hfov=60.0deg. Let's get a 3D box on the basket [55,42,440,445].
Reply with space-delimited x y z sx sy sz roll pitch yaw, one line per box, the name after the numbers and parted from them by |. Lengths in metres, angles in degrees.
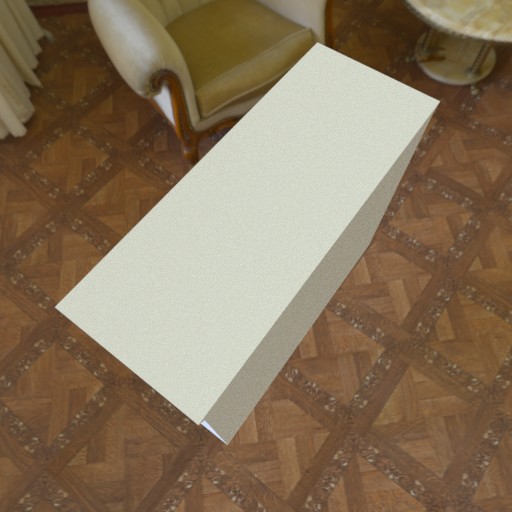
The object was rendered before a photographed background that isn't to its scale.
0.000 0.000 1.118 0.376 0.625 0.792 33 68 15 | basket
